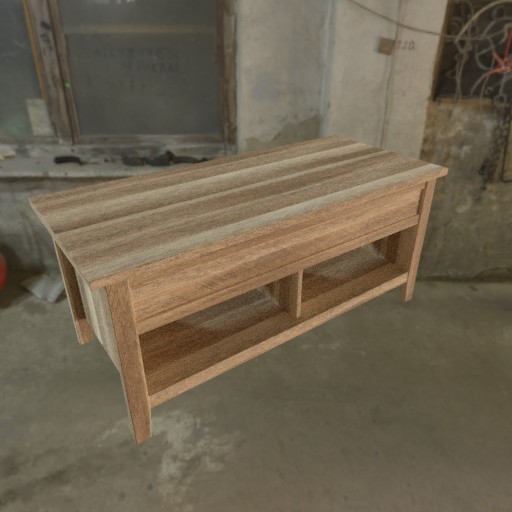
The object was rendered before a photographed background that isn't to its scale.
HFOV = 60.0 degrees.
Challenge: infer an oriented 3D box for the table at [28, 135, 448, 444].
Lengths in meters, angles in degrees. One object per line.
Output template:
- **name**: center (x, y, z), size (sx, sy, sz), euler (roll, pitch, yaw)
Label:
- **table**: center (0.000, 0.000, 1.367), size (1.095, 0.480, 0.493), euler (-19, 35, -31)
